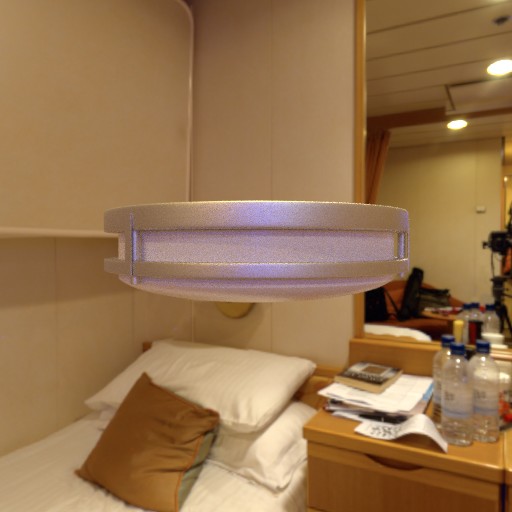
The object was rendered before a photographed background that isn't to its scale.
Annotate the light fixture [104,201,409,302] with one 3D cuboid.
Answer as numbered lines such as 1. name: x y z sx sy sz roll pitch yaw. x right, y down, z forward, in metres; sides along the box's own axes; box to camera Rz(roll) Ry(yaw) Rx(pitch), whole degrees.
1. light fixture: 0.000 0.000 0.547 0.356 0.102 0.356 0 1 0
